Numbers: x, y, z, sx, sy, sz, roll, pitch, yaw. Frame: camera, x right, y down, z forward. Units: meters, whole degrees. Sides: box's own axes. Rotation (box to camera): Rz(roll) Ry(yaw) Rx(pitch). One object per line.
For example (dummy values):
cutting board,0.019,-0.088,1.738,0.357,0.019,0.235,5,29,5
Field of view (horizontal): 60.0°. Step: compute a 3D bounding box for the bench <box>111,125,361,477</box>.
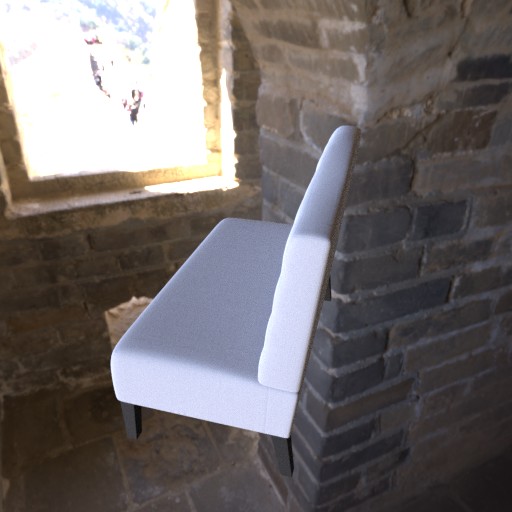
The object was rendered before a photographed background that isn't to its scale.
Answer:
bench,0.000,0.000,2.055,0.815,1.180,1.335,7,29,13
